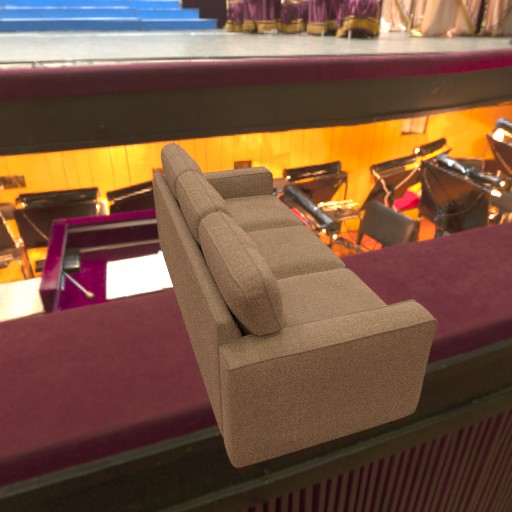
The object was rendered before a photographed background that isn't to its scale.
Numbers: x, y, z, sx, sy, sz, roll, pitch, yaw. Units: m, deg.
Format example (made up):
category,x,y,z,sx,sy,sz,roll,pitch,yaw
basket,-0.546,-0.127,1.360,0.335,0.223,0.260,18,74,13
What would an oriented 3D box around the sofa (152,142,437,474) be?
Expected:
category,x,y,z,sx,sy,sz,roll,pitch,yaw
sofa,0.000,0.000,2.668,0.939,0.965,2.133,-10,31,-16
